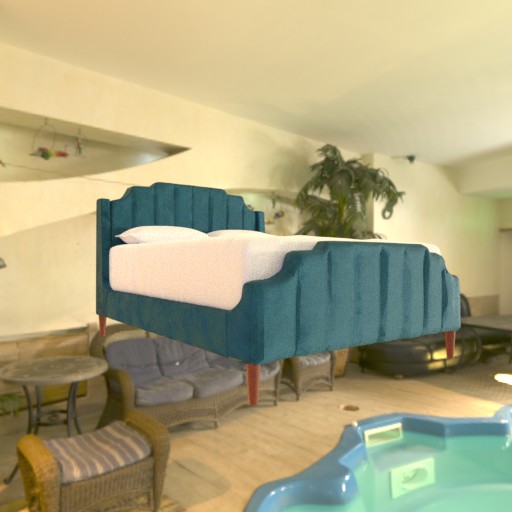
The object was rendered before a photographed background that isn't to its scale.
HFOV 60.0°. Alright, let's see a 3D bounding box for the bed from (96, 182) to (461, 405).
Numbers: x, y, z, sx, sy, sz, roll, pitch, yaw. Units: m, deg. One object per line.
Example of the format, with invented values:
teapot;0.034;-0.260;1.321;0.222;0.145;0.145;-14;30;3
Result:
bed;0.000;0.000;3.297;1.678;1.338;2.322;0;-1;-36
